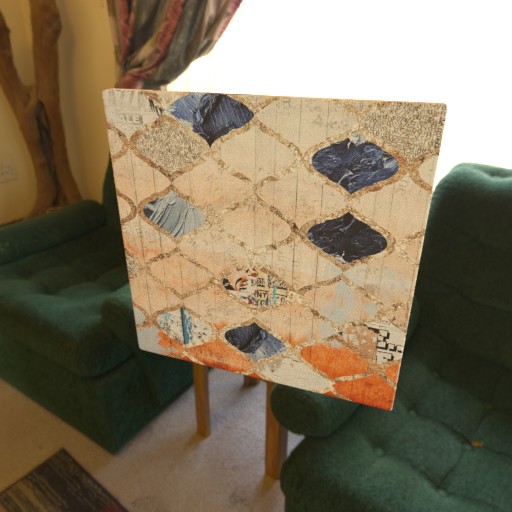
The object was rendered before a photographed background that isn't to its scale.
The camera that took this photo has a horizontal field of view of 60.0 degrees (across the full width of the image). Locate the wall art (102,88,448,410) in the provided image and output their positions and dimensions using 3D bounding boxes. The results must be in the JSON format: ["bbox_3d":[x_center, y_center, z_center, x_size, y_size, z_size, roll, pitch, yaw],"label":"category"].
[{"bbox_3d":[0.000,0.000,1.331,0.912,0.914,0.039,9,28,17],"label":"wall art"}]
